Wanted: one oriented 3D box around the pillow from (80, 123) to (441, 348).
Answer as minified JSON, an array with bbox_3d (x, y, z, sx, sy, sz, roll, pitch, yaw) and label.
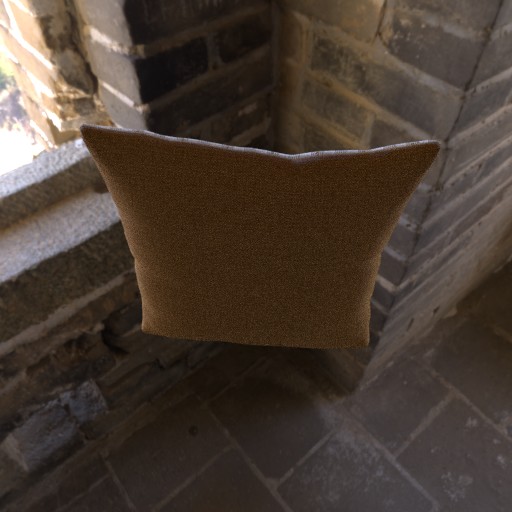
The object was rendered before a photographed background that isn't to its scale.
[{"bbox_3d":[0.000,0.000,0.681,0.432,0.437,0.147,2,46,2],"label":"pillow"}]
